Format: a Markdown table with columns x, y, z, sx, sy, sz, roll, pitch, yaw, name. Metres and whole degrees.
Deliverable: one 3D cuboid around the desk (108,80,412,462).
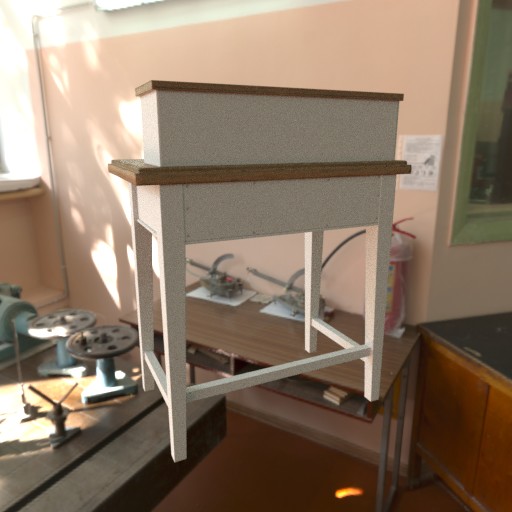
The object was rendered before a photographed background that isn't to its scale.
| x | y | z | sx | sy | sz | roll | pitch | yaw | name |
| --- | --- | --- | --- | --- | --- | --- | --- | --- | --- |
| 0.000 | 0.000 | 1.434 | 0.814 | 0.981 | 0.462 | -7 | 16 | -25 | desk |
